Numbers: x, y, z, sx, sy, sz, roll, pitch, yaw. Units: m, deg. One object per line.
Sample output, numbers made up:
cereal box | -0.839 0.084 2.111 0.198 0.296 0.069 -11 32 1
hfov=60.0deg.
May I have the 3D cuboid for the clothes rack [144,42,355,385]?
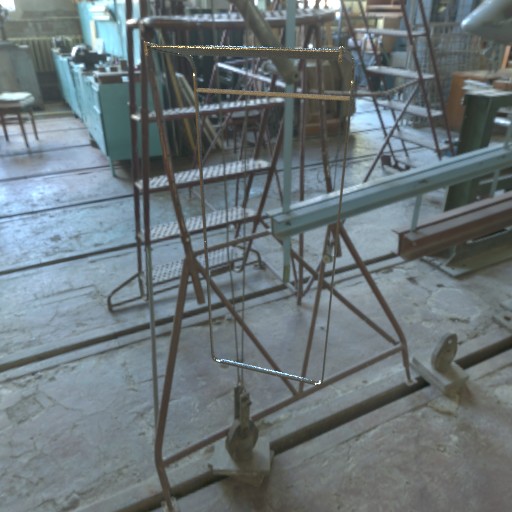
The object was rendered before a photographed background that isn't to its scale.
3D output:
clothes rack | 0.000 0.000 1.794 0.609 1.574 0.349 9 31 16
